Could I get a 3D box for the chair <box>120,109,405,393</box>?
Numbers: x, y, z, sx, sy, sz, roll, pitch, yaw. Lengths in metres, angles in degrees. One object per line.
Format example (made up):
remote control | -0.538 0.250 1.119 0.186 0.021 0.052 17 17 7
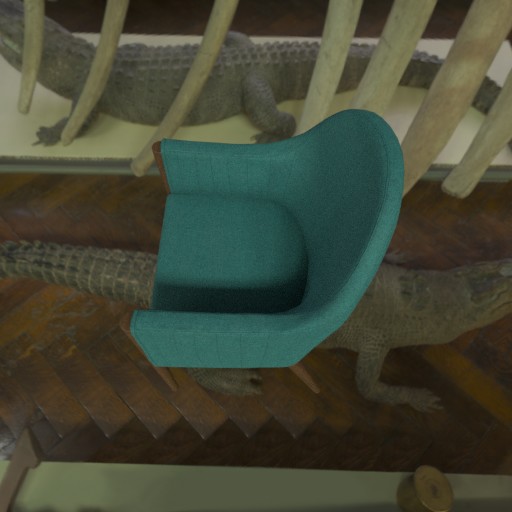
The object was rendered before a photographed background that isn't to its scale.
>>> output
chair | 0.000 0.000 1.361 0.652 0.907 0.656 1 59 0
